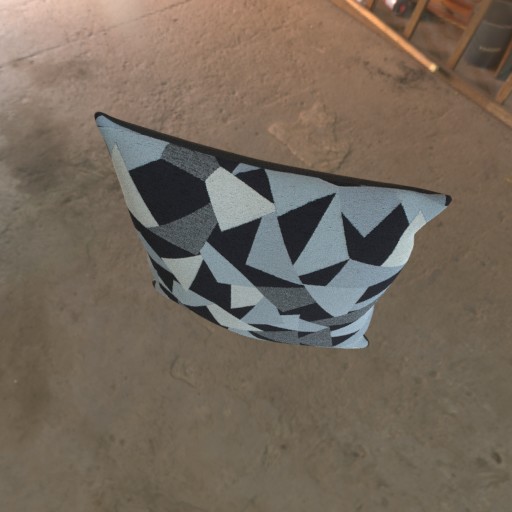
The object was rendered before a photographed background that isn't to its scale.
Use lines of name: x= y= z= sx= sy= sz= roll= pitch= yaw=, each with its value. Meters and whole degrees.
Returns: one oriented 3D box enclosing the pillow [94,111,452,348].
pillow: x=0.000 y=0.000 z=0.779 sx=0.503 sy=0.496 sz=0.208 roll=15 pitch=59 yaw=9
